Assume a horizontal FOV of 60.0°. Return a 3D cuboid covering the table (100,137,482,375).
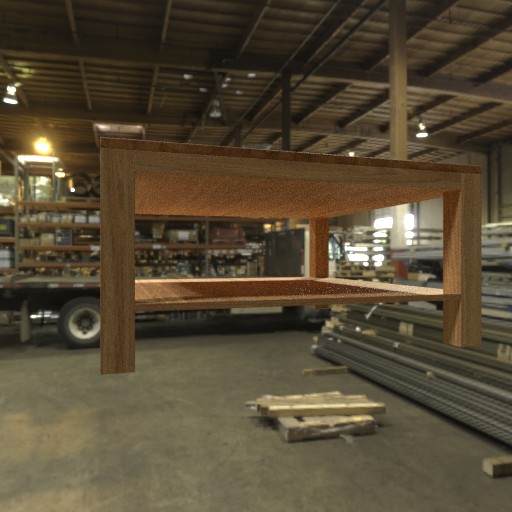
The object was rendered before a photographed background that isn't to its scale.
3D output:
[{"bbox_3d":[0.000,0.000,1.402,0.900,0.450,0.900,0,0,-17],"label":"table"}]
